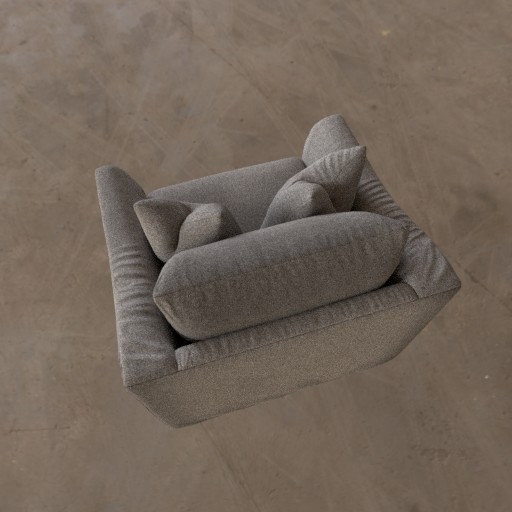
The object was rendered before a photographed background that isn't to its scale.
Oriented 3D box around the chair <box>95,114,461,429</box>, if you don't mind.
[{"bbox_3d":[0.000,0.000,1.985,1.194,1.059,1.071,-15,61,-8],"label":"chair"}]
